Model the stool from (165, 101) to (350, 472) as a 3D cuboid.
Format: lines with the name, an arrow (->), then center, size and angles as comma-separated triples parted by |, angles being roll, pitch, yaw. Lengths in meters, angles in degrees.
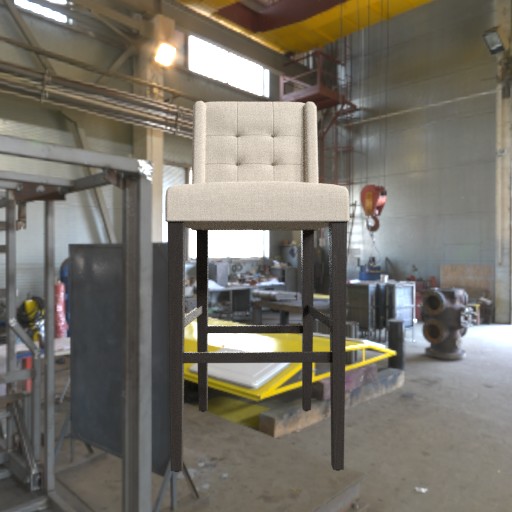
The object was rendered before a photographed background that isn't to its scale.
stool -> 0.000, 0.000, 1.383 | 0.474, 1.116, 0.509 | 0, 0, -1
